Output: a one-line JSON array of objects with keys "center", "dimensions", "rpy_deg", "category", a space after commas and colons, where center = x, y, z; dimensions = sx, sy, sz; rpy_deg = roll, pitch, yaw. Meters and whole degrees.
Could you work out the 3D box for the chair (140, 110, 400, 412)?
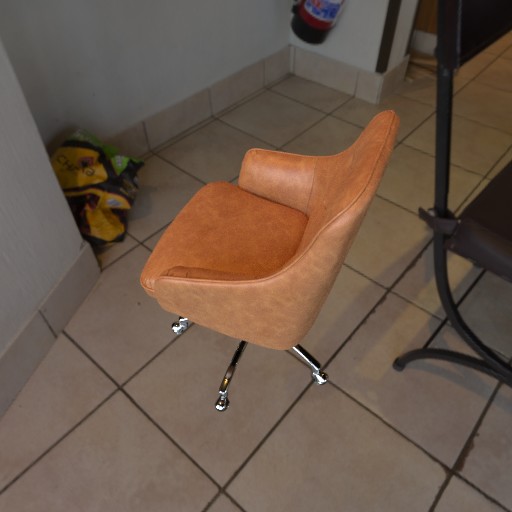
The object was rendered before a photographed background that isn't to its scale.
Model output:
[{"center": [0.000, 0.000, 1.331], "dimensions": [0.615, 0.909, 0.628], "rpy_deg": [17, 49, 15], "category": "chair"}]
